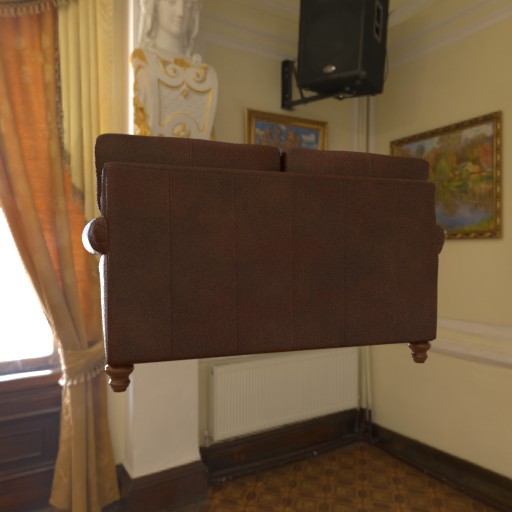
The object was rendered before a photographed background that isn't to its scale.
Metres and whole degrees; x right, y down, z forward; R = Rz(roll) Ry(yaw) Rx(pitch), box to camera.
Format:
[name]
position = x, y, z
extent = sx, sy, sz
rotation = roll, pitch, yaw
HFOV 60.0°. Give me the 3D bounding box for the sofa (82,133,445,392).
[sofa]
position = 0.000, 0.000, 2.236
extent = 1.616, 0.976, 0.990
rotation = 0, 1, -18
